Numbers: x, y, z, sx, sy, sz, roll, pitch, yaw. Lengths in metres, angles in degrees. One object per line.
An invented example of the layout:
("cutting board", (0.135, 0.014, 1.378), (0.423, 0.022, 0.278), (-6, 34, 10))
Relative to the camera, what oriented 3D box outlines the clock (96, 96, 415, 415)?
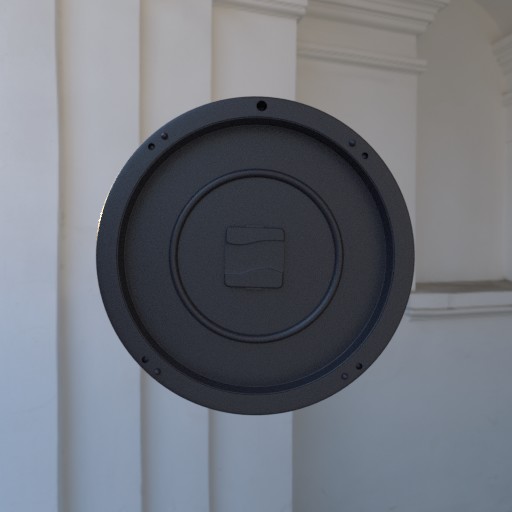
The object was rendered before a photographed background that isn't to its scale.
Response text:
("clock", (0.000, 0.000, 0.441), (0.300, 0.300, 0.060), (0, 0, -1))
